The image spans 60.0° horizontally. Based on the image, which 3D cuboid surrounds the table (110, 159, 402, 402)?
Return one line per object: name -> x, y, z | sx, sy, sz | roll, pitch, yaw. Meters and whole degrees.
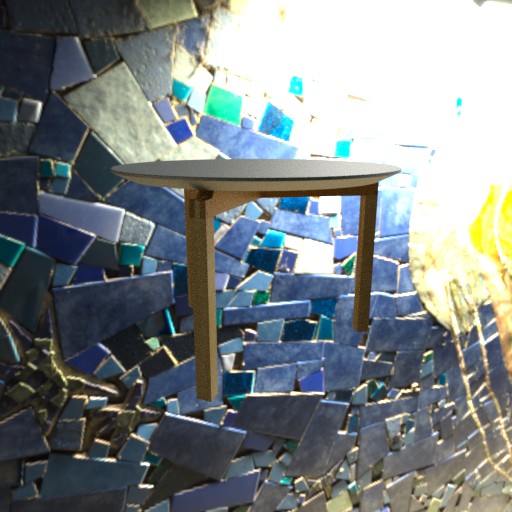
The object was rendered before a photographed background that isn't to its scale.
table -> 0.000, 0.000, 1.010 | 0.600, 0.405, 0.600 | 0, 15, 0
